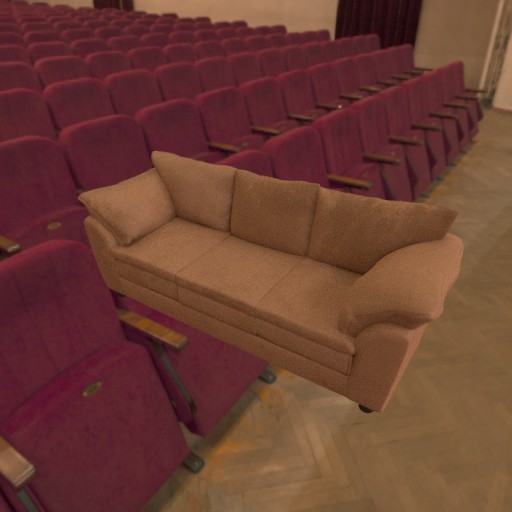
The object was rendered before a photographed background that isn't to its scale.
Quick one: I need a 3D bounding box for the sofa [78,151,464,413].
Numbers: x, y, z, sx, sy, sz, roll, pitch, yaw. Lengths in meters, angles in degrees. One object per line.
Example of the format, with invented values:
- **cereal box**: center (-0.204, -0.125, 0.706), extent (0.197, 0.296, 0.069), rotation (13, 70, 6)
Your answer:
- **sofa**: center (0.000, 0.000, 2.850), extent (2.377, 0.981, 0.893), rotation (18, 35, 29)
